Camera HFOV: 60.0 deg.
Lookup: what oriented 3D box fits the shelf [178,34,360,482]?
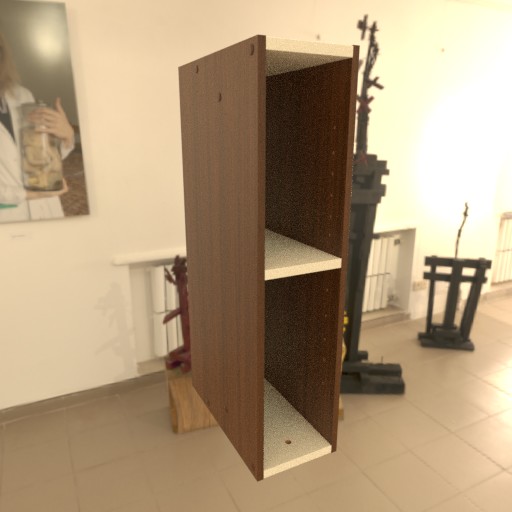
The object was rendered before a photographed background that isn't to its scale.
[{"bbox_3d":[0.000,0.000,0.727,0.147,0.600,0.290,-8,17,-26],"label":"shelf"}]
